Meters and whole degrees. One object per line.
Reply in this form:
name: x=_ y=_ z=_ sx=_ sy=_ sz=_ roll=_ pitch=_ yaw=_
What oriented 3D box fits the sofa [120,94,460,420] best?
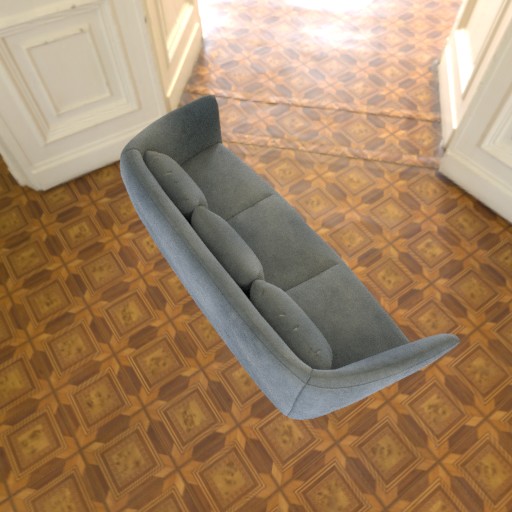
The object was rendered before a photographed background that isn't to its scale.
sofa: x=0.000 y=0.000 z=2.567 sx=0.849 sy=0.795 sz=2.095 roll=-31 pitch=64 yaw=-18
